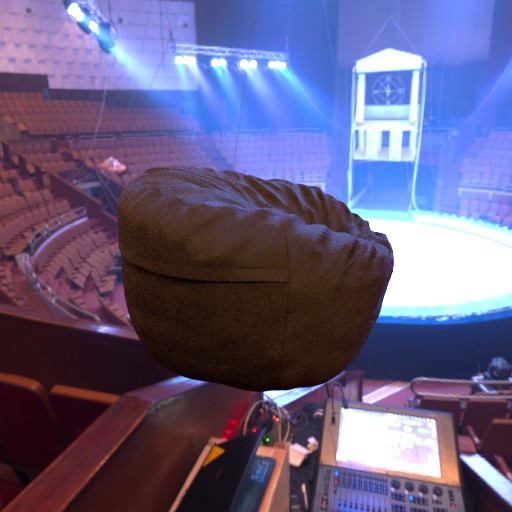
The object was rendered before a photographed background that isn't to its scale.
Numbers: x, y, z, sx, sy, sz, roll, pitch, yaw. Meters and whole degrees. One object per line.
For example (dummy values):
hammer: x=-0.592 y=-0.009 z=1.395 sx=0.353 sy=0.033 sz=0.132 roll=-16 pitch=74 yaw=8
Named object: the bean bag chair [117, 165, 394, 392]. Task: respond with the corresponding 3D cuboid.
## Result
bean bag chair: x=0.000 y=0.000 z=2.106 sx=1.245 sy=0.821 sz=1.245 roll=0 pitch=16 yaw=0
